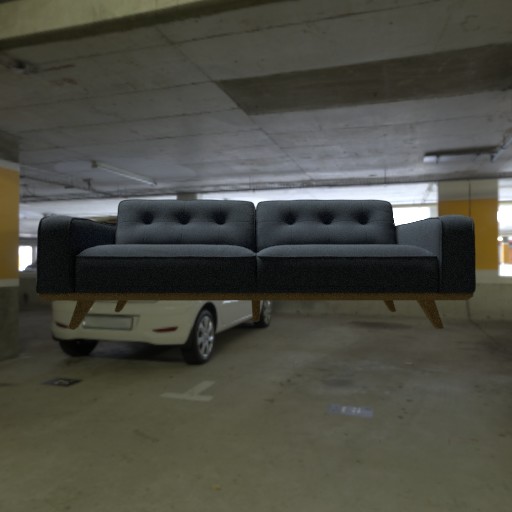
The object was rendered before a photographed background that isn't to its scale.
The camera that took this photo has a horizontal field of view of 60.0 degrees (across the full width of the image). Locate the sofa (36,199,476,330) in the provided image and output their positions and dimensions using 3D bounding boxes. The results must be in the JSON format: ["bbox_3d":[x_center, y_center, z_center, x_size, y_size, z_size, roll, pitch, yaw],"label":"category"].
[{"bbox_3d":[0.000,0.000,2.720,2.270,0.782,0.953,0,-1,0],"label":"sofa"}]
